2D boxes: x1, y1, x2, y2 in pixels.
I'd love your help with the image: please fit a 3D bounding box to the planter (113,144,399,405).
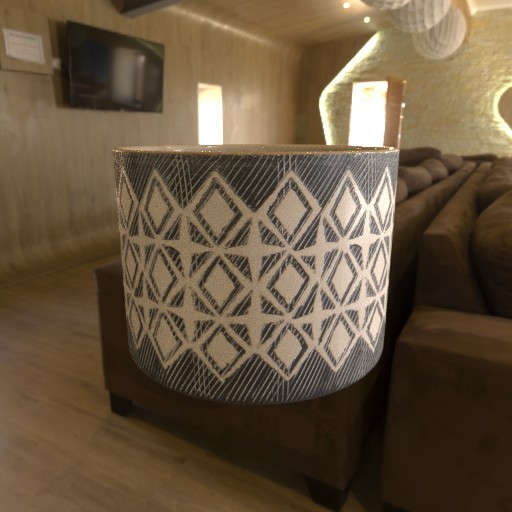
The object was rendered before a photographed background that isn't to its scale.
[{"bbox_3d":[0.000,0.000,0.218,0.126,0.104,0.126,0,15,0],"label":"planter"}]
